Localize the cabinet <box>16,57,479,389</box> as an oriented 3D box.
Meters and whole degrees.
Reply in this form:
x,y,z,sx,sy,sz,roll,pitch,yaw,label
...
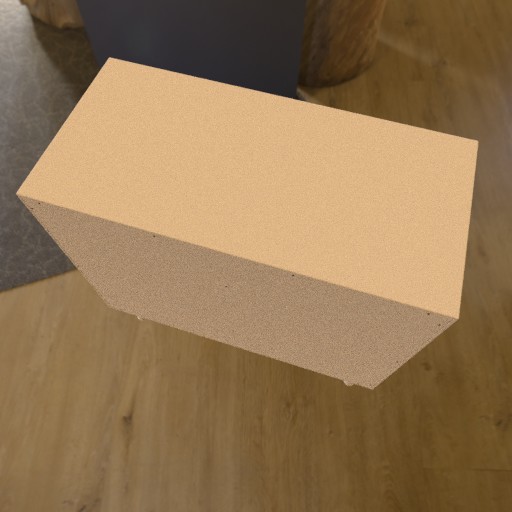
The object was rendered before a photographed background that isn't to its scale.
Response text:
x,y,z,sx,sy,sz,roll,pitch,yaw,label
0.000,0.000,1.183,0.800,0.761,0.398,16,64,8,cabinet
